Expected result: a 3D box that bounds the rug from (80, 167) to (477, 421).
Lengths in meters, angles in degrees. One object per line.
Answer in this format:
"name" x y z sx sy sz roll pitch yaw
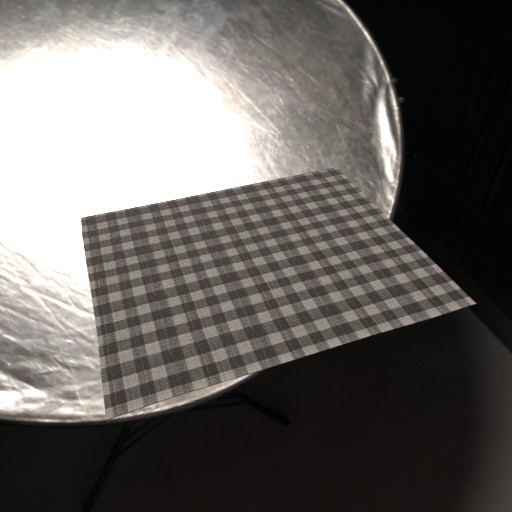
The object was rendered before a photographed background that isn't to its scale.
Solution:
"rug" 0.000 0.000 4.159 3.021 0.013 2.432 -14 42 -15
